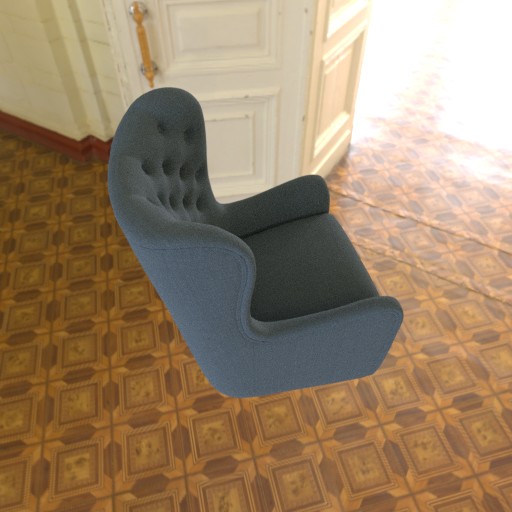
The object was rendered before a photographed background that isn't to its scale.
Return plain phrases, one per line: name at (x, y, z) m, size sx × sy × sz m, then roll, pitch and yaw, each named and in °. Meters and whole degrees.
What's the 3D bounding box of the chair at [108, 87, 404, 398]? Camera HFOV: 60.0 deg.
chair at (0.000, 0.000, 1.754) m, size 0.930 × 1.079 × 0.831 m, roll -11°, pitch 48°, yaw -10°
